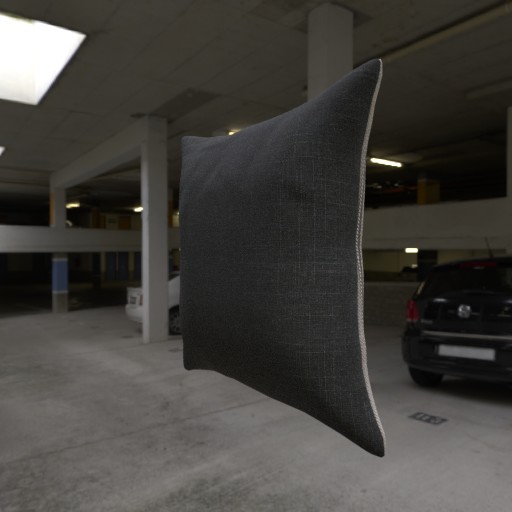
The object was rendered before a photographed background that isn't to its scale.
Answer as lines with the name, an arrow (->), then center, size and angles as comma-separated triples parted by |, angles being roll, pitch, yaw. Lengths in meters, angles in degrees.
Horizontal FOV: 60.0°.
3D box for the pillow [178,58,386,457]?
pillow -> 0.000, 0.000, 0.665 | 0.138, 0.444, 0.468 | -1, 1, -36
